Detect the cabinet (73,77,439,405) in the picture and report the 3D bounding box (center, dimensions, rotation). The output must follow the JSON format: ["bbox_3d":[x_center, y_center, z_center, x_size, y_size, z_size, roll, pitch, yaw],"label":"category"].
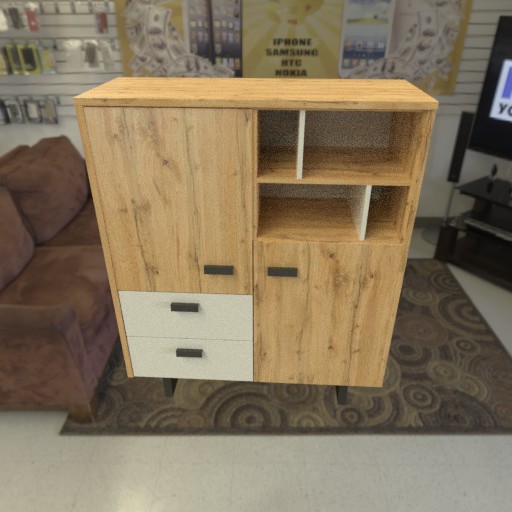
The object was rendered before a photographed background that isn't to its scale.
[{"bbox_3d":[0.000,0.000,1.947,1.168,1.397,0.473,2,30,3],"label":"cabinet"}]
